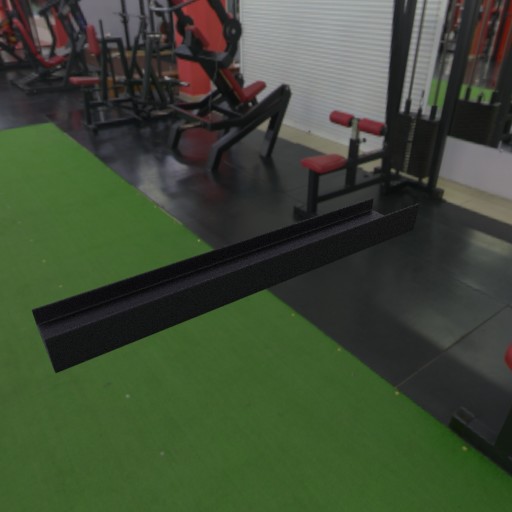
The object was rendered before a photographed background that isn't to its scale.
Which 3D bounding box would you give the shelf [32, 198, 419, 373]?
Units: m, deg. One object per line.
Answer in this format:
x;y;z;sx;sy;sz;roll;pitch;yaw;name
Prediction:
0.000;0.000;0.660;0.605;0.053;0.102;-19;36;-29;shelf
